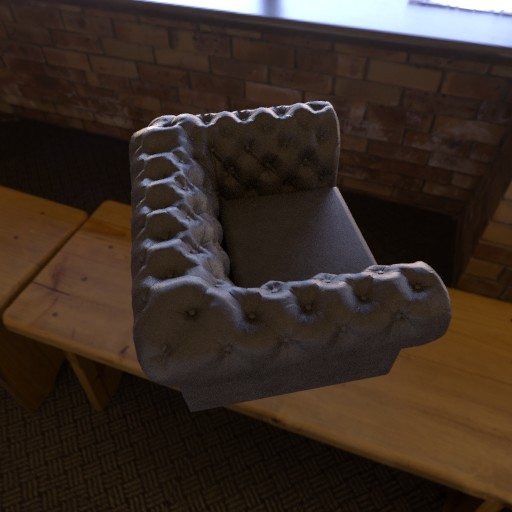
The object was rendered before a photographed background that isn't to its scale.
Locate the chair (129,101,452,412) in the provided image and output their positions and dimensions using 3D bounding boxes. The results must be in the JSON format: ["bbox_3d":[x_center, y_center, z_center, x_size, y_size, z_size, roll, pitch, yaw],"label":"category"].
[{"bbox_3d":[0.000,0.000,1.870,0.943,0.780,1.298,-8,48,-8],"label":"chair"}]
